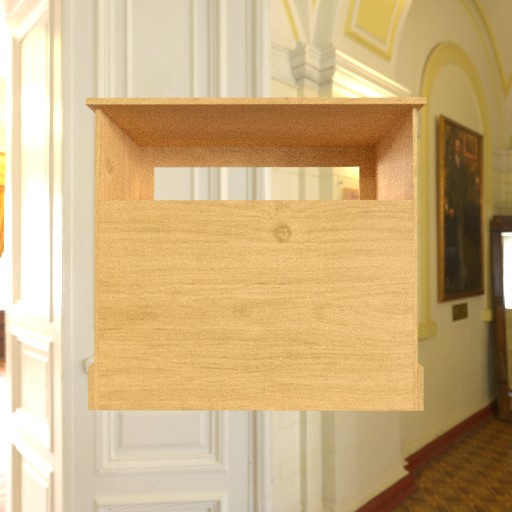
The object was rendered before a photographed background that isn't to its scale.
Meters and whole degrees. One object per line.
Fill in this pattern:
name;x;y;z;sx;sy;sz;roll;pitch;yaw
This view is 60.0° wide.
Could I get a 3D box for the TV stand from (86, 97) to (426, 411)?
TV stand;0.000;0.000;1.317;0.851;0.787;0.430;0;-1;0
